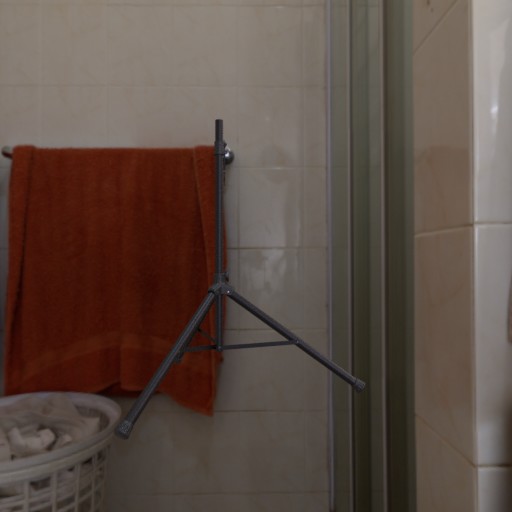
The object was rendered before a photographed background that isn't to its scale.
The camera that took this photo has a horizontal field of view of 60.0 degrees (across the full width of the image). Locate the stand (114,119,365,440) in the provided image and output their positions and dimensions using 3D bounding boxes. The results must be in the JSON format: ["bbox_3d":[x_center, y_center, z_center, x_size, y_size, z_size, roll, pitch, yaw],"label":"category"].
[{"bbox_3d":[0.000,0.000,1.852,0.907,1.136,1.045,0,0,1],"label":"stand"}]
